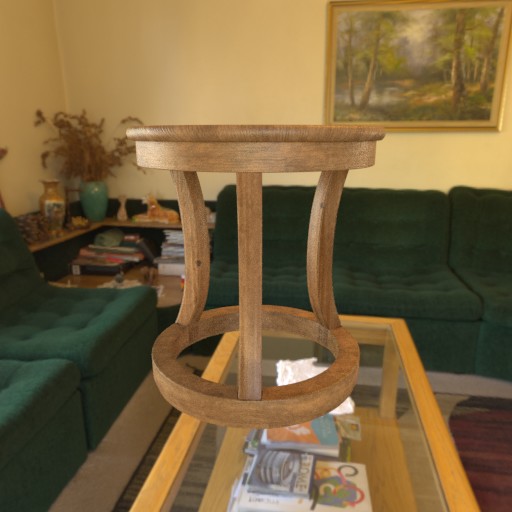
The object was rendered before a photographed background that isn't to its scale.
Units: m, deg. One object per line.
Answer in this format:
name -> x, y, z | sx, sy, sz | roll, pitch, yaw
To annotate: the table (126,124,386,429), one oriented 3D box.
table -> 0.000, 0.000, 0.825 | 0.432, 0.460, 0.432 | 0, 15, 0
